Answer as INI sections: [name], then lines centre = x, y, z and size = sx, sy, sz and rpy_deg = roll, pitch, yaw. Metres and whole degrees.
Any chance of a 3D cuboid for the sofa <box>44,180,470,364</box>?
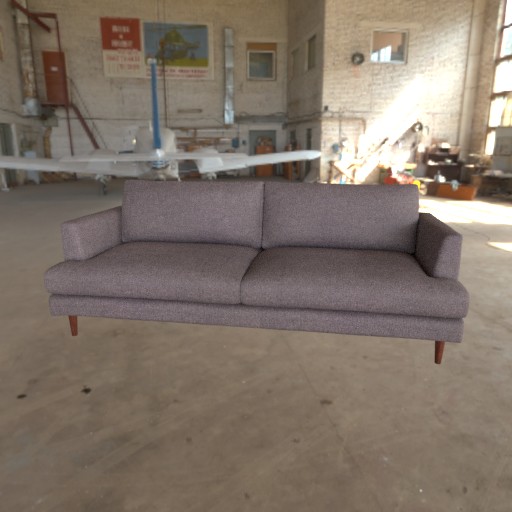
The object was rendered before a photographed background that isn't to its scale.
[sofa]
centre = 0.000, 0.000, 2.761
size = 2.250, 0.868, 1.020
rpy_deg = 2, 14, 9
